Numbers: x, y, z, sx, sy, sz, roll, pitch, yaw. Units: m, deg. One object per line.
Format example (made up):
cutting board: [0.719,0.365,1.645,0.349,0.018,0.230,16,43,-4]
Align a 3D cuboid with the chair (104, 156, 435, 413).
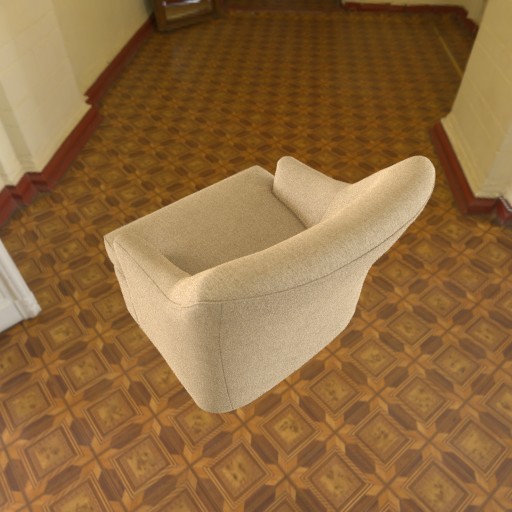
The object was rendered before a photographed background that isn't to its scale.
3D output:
chair: [0.000,0.000,1.589,0.864,0.856,0.923,-30,52,-27]
